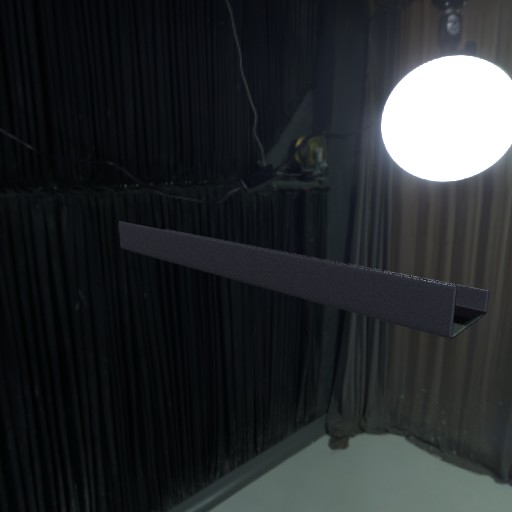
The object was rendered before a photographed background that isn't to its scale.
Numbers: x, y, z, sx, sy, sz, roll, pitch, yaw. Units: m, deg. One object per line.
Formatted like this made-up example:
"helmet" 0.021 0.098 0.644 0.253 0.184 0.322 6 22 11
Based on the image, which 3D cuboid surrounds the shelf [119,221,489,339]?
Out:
"shelf" 0.000 0.000 0.649 0.605 0.053 0.102 12 17 43
